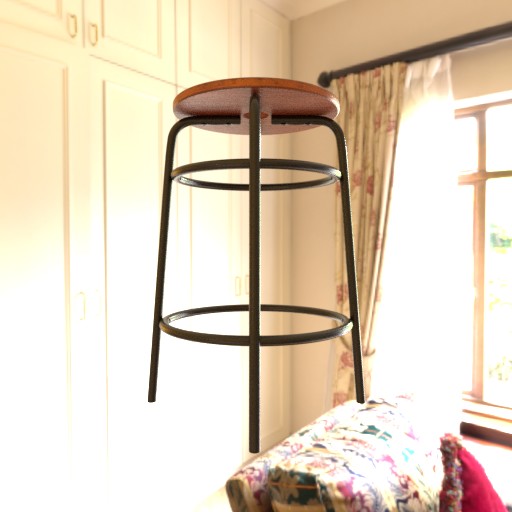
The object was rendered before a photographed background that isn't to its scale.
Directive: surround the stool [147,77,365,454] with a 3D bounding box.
[{"bbox_3d":[0.000,0.000,0.917,0.455,0.610,0.455,0,2,1],"label":"stool"}]
